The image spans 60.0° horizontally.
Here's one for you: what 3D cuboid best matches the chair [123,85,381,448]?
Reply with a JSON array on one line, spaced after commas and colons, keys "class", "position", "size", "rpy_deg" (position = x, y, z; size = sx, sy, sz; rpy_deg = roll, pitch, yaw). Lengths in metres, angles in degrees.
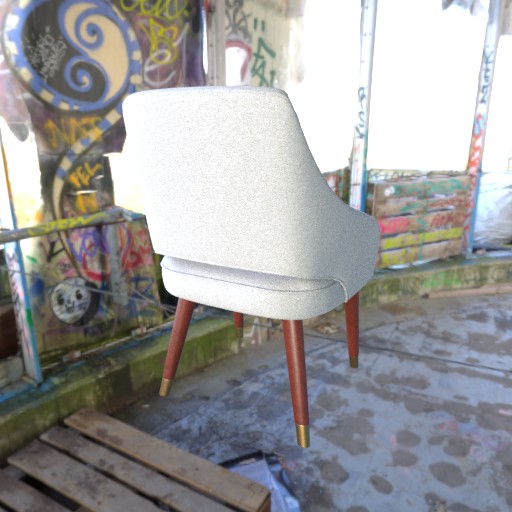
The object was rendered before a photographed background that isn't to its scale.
[{"class": "chair", "position": [0.000, 0.000, 1.301], "size": [0.609, 0.889, 0.600], "rpy_deg": [9, 18, 28]}]
